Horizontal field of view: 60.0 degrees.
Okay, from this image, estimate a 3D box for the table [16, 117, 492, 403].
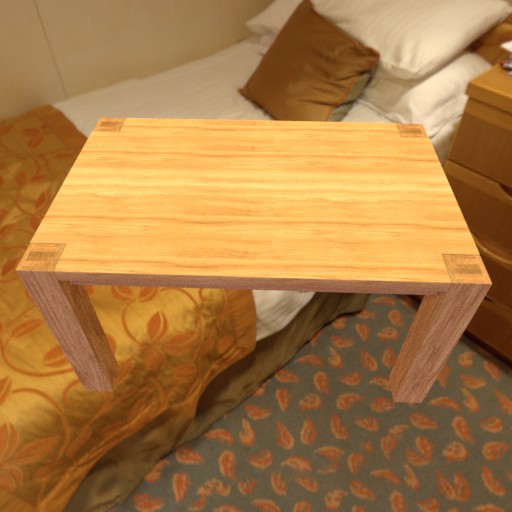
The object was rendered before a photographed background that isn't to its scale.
[{"bbox_3d":[0.000,0.000,1.881,1.400,0.760,0.900,2,46,2],"label":"table"}]
